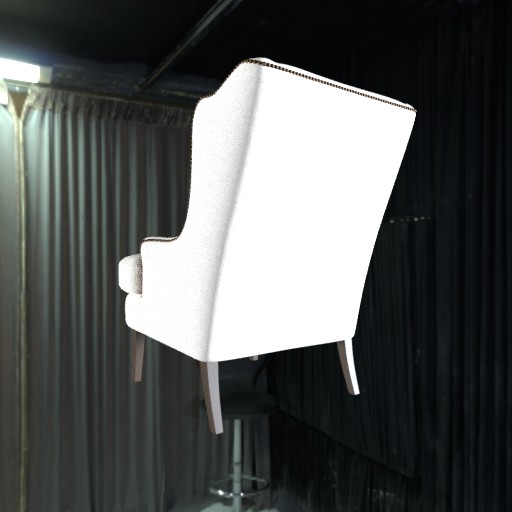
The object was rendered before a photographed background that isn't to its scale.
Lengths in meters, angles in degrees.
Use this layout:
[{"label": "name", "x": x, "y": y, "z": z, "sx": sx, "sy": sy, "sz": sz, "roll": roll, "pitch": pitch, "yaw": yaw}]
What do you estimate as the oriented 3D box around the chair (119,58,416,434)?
[{"label": "chair", "x": 0.000, "y": 0.000, "z": 1.647, "sx": 0.737, "sy": 1.029, "sz": 0.940, "roll": 0, "pitch": 1, "yaw": -36}]
